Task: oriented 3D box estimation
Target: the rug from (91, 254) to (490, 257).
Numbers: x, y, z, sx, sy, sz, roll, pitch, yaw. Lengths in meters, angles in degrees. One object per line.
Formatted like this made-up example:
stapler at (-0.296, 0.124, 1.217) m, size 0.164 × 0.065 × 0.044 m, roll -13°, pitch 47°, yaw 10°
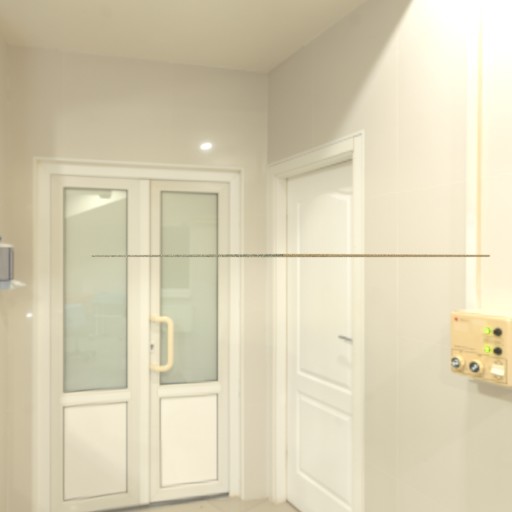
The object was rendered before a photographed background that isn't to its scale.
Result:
rug at (0.000, 0.000, 3.061) m, size 1.540 × 0.012 × 2.448 m, roll 0°, pitch 0°, yaw -36°
